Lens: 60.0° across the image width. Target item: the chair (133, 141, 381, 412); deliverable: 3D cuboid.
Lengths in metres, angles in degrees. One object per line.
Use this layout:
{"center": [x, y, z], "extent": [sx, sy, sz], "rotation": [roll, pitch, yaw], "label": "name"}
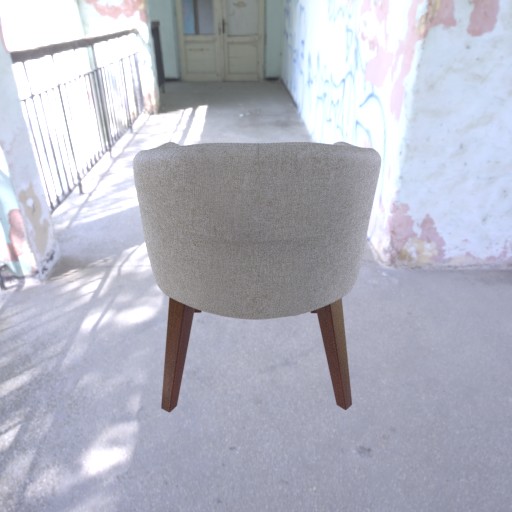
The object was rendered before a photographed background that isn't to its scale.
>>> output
{"center": [0.000, 0.000, 1.257], "extent": [0.583, 0.811, 0.655], "rotation": [0, 30, 0], "label": "chair"}
